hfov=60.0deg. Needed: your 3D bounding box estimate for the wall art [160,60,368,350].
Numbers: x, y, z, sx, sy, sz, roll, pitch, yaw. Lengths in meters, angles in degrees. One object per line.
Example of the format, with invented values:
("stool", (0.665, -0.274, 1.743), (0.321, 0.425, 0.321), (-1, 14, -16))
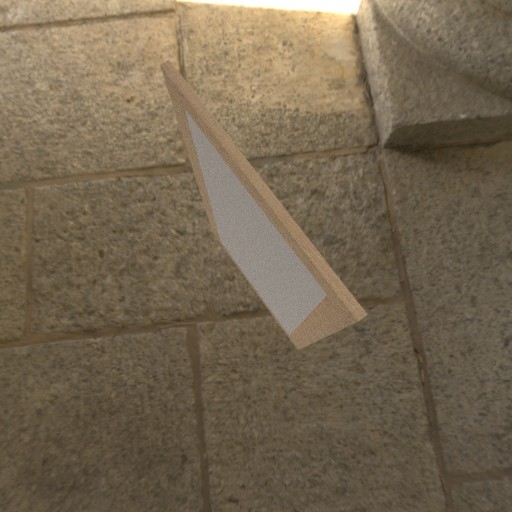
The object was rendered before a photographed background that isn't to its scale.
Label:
("wall art", (0.000, 0.000, 0.829), (0.013, 0.683, 0.381), (-35, 78, -8))
